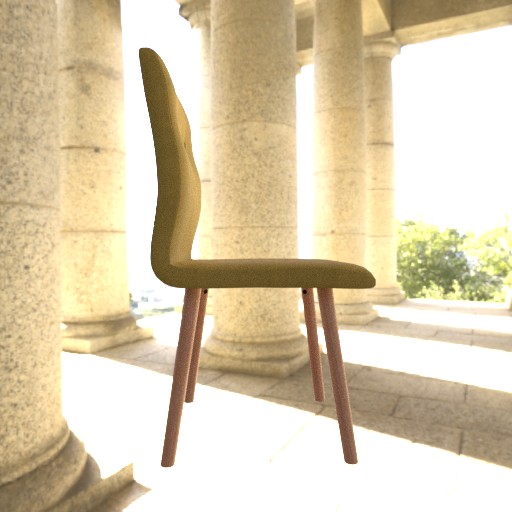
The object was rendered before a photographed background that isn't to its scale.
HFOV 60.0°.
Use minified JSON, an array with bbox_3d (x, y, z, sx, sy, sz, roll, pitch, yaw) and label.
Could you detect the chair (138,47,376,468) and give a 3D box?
[{"bbox_3d":[0.000,0.000,1.238,0.550,0.965,0.450,0,1,-2],"label":"chair"}]
